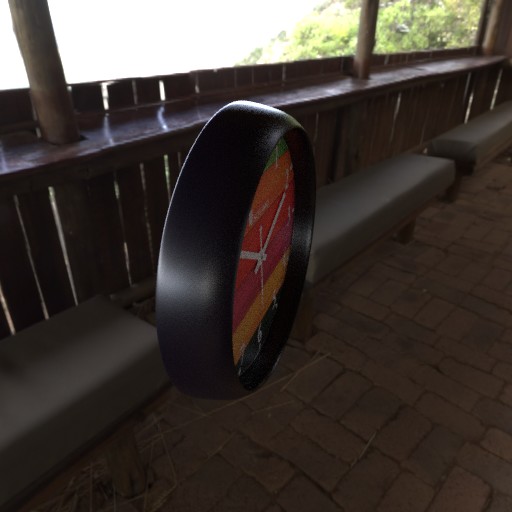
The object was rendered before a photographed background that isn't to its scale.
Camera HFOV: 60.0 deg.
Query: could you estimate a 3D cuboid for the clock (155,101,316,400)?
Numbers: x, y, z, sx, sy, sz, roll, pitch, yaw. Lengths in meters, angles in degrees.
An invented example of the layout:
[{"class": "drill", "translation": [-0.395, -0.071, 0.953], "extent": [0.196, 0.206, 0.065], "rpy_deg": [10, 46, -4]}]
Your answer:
[{"class": "clock", "translation": [0.000, 0.000, 0.458], "extent": [0.060, 0.300, 0.300], "rpy_deg": [11, 31, 18]}]
